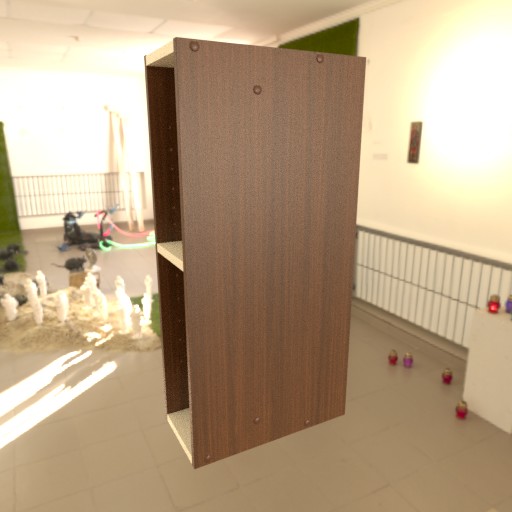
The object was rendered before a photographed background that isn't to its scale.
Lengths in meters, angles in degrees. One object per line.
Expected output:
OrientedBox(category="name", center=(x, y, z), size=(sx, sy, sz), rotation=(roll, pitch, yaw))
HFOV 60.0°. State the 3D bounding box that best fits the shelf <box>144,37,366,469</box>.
OrientedBox(category="shelf", center=(0.000, 0.000, 0.722), size=(0.290, 0.600, 0.147), rotation=(-8, 17, -27))
